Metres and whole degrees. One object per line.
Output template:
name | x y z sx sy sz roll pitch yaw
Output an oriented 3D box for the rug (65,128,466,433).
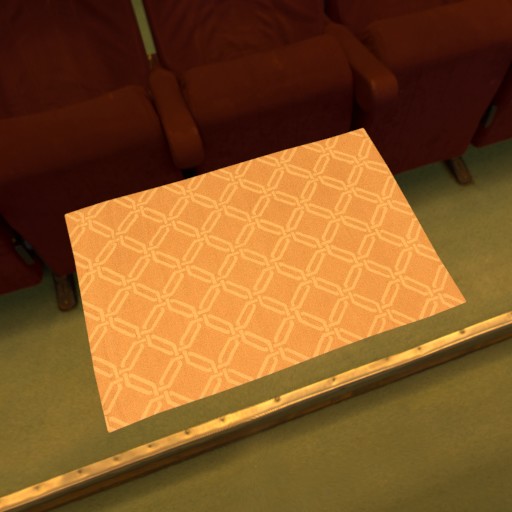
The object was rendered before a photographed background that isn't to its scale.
rug | 0.000 0.000 2.224 1.745 0.010 1.146 -18 66 -8
